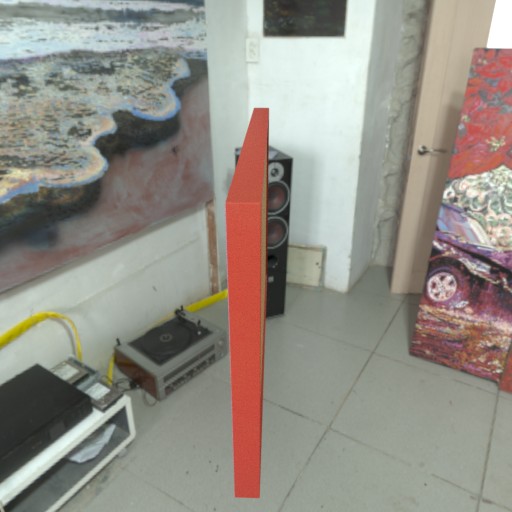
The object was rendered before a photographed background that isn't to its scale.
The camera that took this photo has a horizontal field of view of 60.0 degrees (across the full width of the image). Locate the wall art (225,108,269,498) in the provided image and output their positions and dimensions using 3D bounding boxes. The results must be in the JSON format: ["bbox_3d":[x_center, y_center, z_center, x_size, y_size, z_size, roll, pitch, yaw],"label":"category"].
[{"bbox_3d":[0.000,0.000,0.760,0.033,0.405,0.607,1,26,2],"label":"wall art"}]
